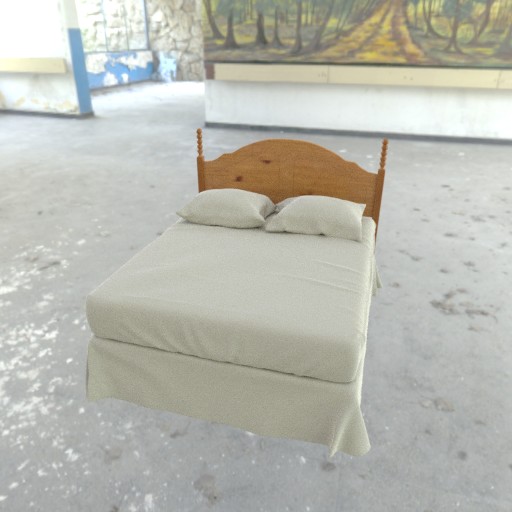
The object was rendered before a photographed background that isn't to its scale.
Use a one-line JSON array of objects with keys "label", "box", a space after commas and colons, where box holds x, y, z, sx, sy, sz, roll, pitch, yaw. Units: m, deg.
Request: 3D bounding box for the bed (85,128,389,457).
[{"label": "bed", "box": [0.000, 0.000, 3.170, 1.873, 1.356, 2.040, 7, 27, 14]}]
